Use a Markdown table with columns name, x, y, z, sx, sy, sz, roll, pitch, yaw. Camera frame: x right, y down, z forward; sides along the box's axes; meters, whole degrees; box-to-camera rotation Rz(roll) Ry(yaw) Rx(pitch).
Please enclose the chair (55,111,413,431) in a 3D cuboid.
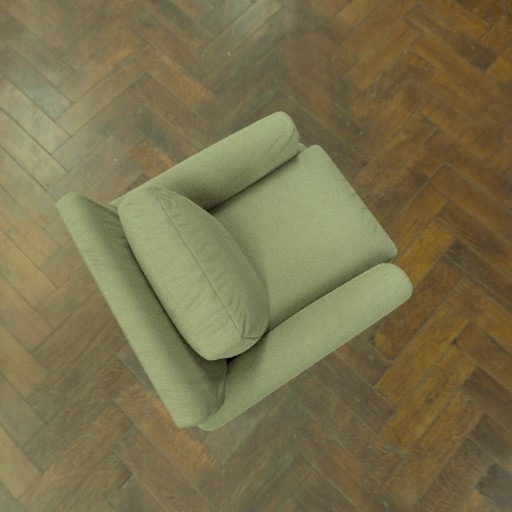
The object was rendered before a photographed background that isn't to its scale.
| name | x | y | z | sx | sy | sz | roll | pitch | yaw |
| --- | --- | --- | --- | --- | --- | --- | --- | --- | --- |
| chair | 0.000 | 0.000 | 1.772 | 1.066 | 0.866 | 0.940 | -32 | 77 | -8 |
